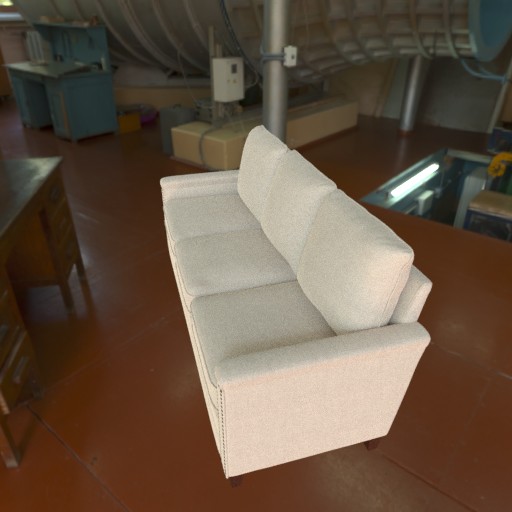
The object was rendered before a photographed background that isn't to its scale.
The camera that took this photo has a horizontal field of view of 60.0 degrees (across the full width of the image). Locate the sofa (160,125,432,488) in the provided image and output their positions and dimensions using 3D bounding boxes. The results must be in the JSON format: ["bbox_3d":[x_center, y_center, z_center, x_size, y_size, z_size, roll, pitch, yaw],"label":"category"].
[{"bbox_3d":[0.000,0.000,2.356,0.828,0.961,1.925,-8,31,-14],"label":"sofa"}]
